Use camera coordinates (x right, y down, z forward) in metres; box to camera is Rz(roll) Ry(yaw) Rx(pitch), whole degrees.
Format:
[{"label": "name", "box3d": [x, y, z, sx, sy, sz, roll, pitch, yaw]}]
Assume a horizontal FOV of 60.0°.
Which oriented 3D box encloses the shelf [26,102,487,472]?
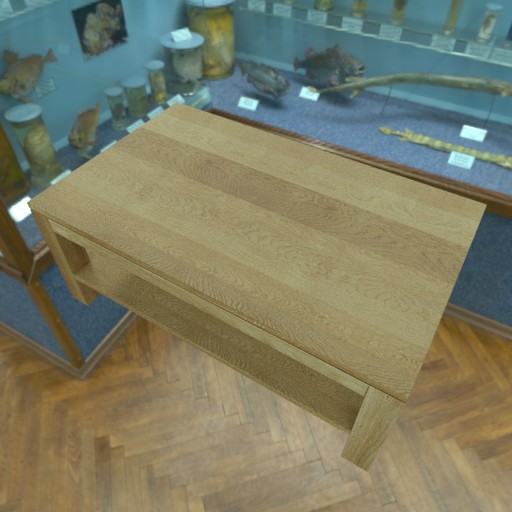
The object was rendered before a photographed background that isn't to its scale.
[{"label": "shelf", "box3d": [0.000, 0.000, 1.459, 1.150, 0.450, 0.700, 24, 52, 21]}]
